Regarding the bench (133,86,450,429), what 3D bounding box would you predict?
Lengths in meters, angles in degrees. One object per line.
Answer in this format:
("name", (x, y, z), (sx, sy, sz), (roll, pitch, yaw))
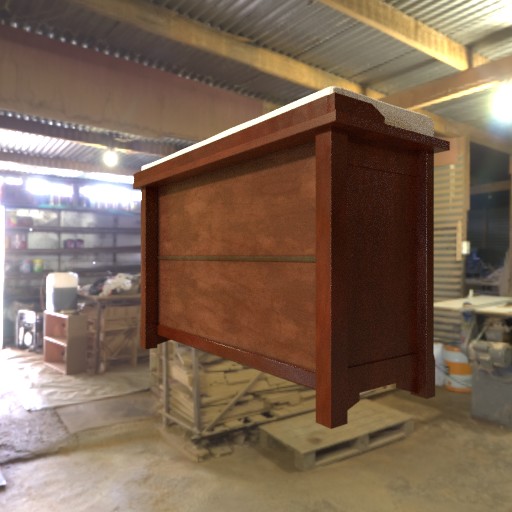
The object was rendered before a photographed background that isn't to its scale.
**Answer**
("bench", (0.000, 0.000, 1.296), (0.369, 0.646, 0.987), (0, 0, -36))
